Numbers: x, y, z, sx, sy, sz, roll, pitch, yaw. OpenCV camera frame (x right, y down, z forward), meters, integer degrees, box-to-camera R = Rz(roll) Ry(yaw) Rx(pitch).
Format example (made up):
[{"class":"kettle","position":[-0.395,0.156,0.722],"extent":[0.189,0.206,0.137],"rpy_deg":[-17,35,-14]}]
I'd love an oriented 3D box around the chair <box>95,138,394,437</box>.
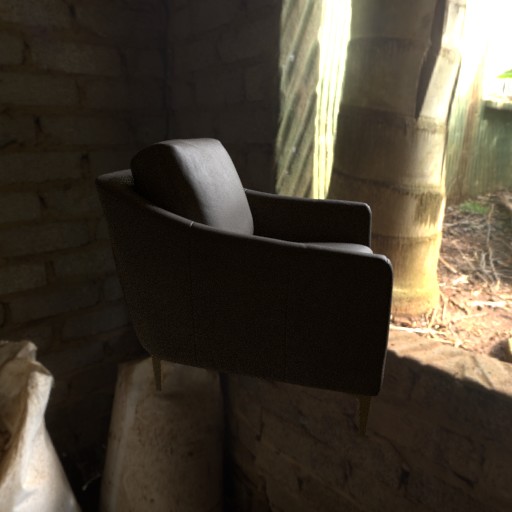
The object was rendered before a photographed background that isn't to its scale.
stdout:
[{"class":"chair","position":[0.000,0.000,1.761],"extent":[0.961,0.901,0.988],"rpy_deg":[3,16,10]}]
